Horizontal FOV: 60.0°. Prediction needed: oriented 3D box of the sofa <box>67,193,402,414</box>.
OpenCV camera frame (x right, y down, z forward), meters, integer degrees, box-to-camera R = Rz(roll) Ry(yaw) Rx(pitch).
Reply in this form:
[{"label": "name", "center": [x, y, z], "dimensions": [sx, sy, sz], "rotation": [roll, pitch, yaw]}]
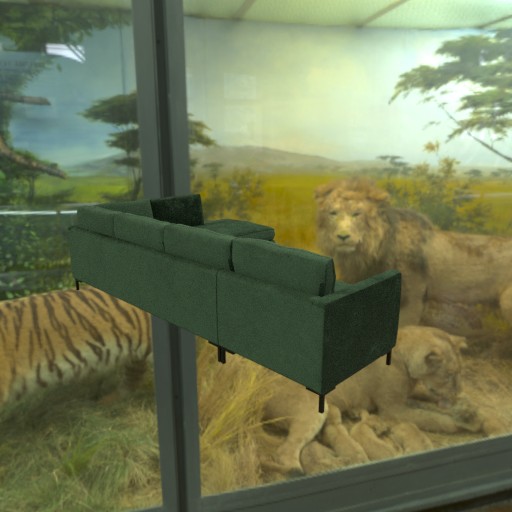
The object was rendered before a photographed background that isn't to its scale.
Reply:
[{"label": "sofa", "center": [0.000, 0.000, 3.233], "dimensions": [2.486, 0.687, 1.707], "rotation": [14, 20, 42]}]
